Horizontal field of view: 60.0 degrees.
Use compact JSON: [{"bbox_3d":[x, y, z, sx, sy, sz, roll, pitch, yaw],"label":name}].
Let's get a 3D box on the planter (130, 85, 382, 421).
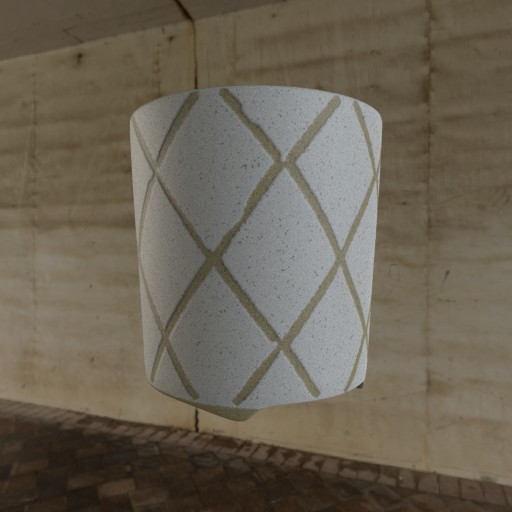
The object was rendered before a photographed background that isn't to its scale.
[{"bbox_3d":[0.000,0.000,0.349,0.191,0.199,0.191,0,1,0],"label":"planter"}]
